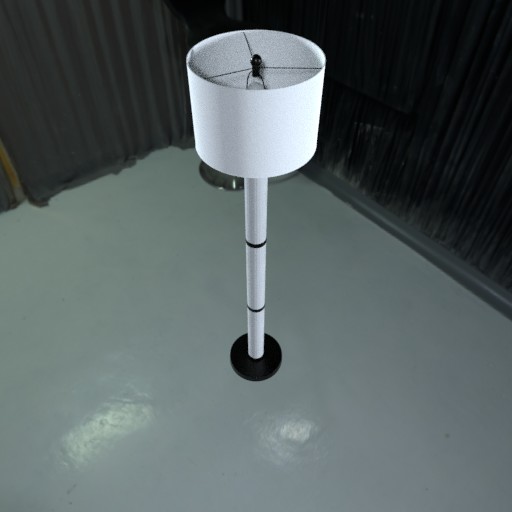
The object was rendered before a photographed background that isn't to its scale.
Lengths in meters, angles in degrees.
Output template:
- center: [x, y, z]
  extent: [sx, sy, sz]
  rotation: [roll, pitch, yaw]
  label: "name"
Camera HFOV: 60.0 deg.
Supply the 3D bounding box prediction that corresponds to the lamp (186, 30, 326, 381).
- center: [0.000, 0.000, 1.779]
  extent: [0.377, 1.599, 0.377]
  rotation: [-33, 55, -27]
  label: "lamp"
